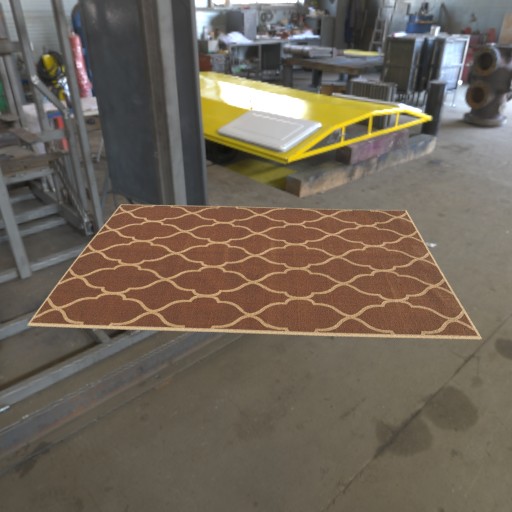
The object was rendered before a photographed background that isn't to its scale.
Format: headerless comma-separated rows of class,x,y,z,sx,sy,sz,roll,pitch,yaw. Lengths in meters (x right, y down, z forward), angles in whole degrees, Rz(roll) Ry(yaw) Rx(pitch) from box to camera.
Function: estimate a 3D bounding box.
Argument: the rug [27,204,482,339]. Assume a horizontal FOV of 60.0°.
rug,0.000,0.000,2.870,2.290,0.014,1.526,1,30,2
